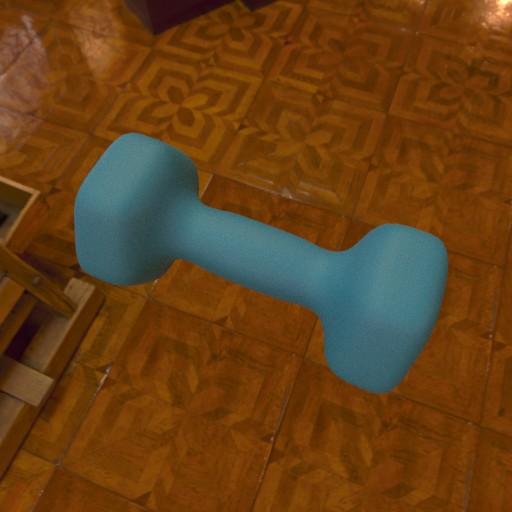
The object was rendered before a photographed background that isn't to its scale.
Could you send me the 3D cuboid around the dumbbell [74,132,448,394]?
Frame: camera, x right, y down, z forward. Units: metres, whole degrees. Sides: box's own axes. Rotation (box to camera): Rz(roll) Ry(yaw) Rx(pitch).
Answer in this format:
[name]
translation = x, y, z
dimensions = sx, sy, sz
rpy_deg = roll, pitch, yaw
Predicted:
[dumbbell]
translation = 0.000, 0.000, 0.194
dimensions = 0.152, 0.066, 0.074
rpy_deg = 21, 66, 10
